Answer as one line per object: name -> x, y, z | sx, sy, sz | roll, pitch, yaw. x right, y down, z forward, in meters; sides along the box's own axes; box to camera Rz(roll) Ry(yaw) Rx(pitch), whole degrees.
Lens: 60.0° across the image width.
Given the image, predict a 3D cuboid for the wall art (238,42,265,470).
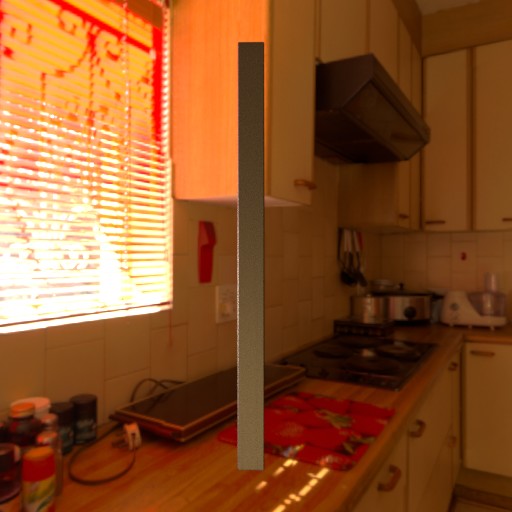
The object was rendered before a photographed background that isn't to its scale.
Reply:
wall art -> 0.000, 0.000, 0.752 | 0.029, 0.458, 0.559 | 0, 0, 1
